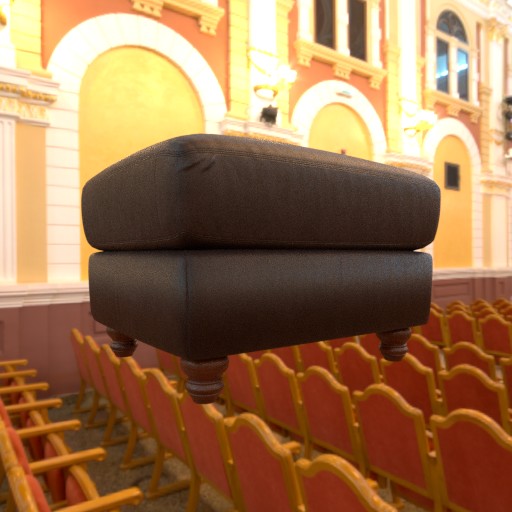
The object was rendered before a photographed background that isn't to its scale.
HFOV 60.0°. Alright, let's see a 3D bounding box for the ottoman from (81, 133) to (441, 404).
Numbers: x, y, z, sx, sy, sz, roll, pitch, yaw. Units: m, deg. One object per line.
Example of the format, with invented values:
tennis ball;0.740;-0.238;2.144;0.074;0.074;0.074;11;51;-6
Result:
ottoman;0.000;0.000;1.240;0.806;0.569;0.670;0;0;-35
